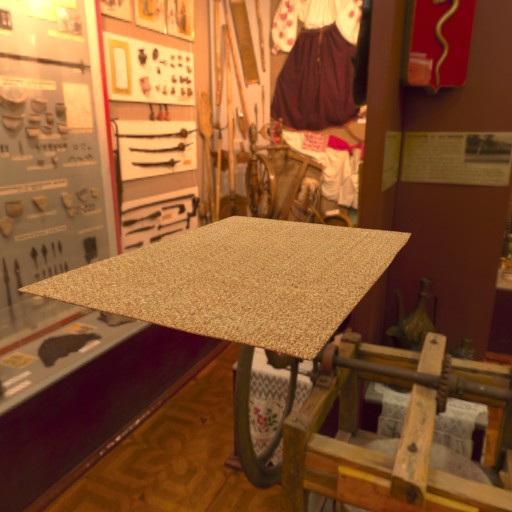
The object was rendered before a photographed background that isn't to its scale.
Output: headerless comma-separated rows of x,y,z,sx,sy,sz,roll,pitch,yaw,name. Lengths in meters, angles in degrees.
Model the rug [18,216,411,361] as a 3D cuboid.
0.000,0.000,2.752,1.566,0.013,2.141,8,18,26,rug
